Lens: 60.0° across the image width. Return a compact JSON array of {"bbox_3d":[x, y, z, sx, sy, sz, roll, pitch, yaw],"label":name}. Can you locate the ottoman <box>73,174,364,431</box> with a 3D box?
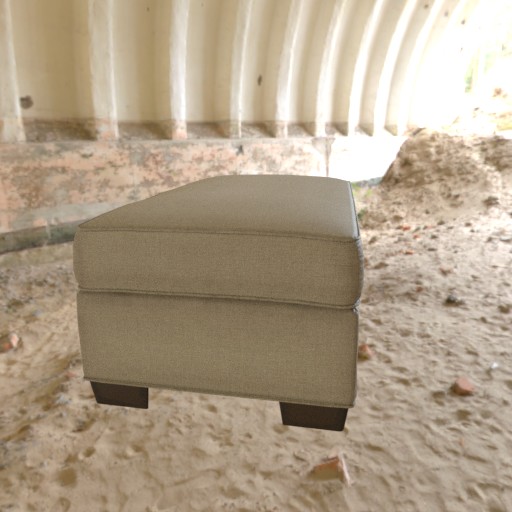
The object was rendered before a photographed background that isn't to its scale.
[{"bbox_3d":[0.000,0.000,1.428,0.617,0.461,1.097,3,16,10],"label":"ottoman"}]
